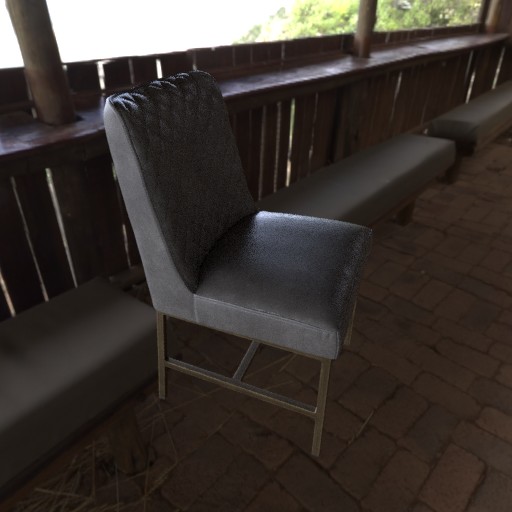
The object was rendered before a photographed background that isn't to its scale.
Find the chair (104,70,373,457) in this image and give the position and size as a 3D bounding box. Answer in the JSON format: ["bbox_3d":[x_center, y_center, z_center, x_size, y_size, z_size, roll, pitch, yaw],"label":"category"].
[{"bbox_3d":[0.000,0.000,1.236,0.587,0.889,0.508,11,34,17],"label":"chair"}]
